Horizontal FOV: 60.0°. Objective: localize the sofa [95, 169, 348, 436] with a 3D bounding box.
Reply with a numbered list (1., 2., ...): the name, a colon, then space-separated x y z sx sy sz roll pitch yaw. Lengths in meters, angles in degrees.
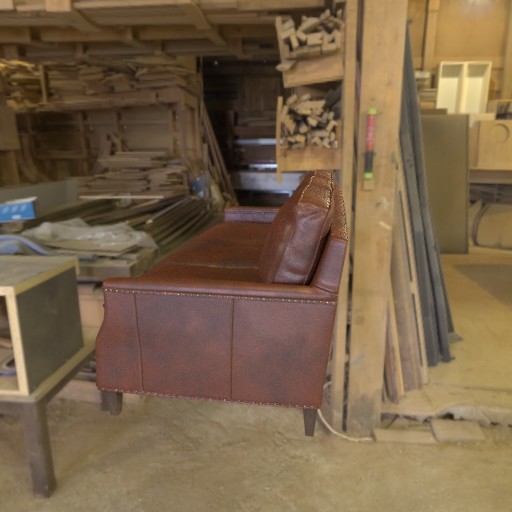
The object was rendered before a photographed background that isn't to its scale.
1. sofa: 0.000 0.000 2.845 1.084 1.003 2.240 2 15 9
